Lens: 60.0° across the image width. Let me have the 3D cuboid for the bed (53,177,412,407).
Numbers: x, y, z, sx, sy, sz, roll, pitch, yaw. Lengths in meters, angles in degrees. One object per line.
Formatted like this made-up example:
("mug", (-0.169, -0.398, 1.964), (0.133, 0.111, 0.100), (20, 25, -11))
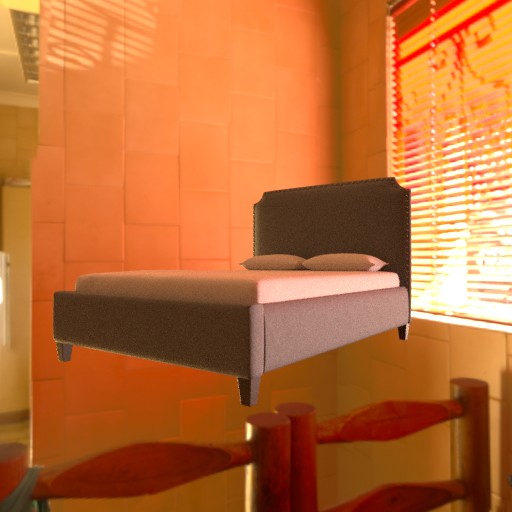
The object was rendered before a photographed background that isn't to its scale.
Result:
("bed", (0.000, 0.000, 3.460), (1.712, 1.443, 2.372), (-1, -1, 36))
